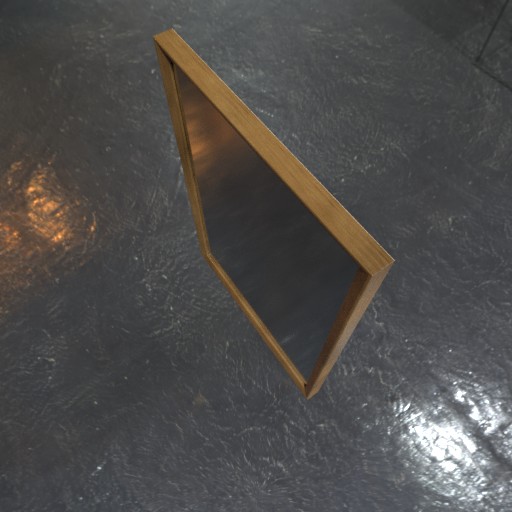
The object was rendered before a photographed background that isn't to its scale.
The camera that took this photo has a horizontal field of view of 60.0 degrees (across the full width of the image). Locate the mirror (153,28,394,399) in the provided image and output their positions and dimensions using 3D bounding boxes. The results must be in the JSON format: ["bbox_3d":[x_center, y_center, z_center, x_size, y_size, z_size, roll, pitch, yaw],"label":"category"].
[{"bbox_3d":[0.000,0.000,0.909,0.039,0.711,0.508,-31,66,-16],"label":"mirror"}]
